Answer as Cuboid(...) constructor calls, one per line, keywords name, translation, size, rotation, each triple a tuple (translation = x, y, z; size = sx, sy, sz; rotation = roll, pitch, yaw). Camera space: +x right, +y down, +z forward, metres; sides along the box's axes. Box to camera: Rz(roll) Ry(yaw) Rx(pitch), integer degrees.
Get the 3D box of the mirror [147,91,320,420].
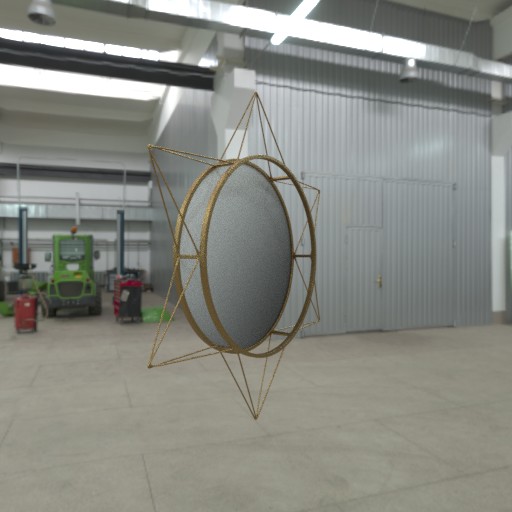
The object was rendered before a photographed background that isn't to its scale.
Cuboid(name="mirror", translation=(0.000, 0.000, 0.785), size=(0.062, 0.581, 0.498), rotation=(0, 0, 35))
